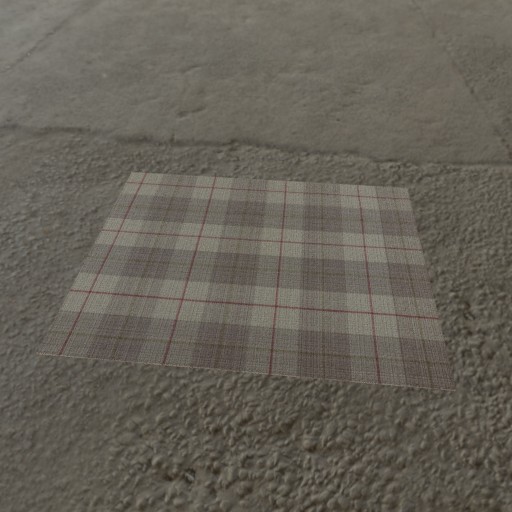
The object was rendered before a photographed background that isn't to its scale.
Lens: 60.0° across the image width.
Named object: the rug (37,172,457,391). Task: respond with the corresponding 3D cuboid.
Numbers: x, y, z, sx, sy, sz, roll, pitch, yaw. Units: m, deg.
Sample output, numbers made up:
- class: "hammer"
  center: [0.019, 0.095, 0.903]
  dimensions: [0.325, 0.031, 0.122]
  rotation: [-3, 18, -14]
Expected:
- class: "rug"
  center: [0.000, 0.000, 3.929]
  dimensions: [2.959, 0.016, 2.317]
  rotation: [4, 45, 4]
